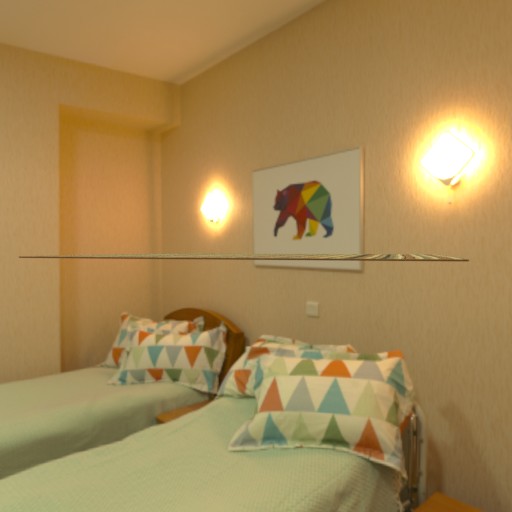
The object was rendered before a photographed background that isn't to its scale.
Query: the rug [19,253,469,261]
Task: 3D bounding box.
[{"bbox_3d":[0.000,0.000,2.273,1.829,0.008,1.219,0,1,18],"label":"rug"}]
